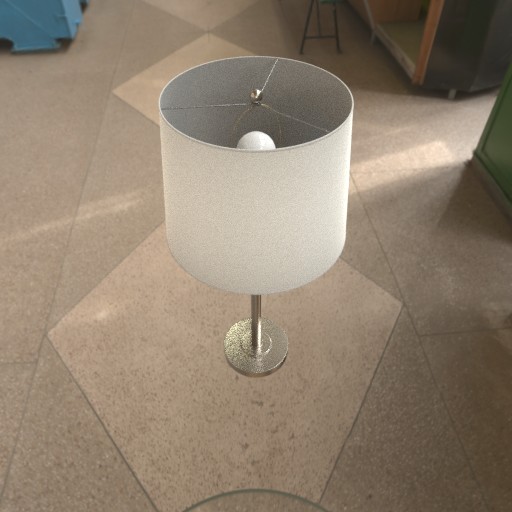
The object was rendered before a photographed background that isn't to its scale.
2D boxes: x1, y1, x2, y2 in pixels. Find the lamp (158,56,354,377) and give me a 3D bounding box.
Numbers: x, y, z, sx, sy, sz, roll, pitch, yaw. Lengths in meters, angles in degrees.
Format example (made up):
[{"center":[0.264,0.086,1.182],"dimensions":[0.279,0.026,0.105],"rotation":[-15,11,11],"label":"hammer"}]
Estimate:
[{"center":[0.000,0.000,0.891],"dimensions":[0.333,0.696,0.333],"rotation":[0,46,0],"label":"lamp"}]
